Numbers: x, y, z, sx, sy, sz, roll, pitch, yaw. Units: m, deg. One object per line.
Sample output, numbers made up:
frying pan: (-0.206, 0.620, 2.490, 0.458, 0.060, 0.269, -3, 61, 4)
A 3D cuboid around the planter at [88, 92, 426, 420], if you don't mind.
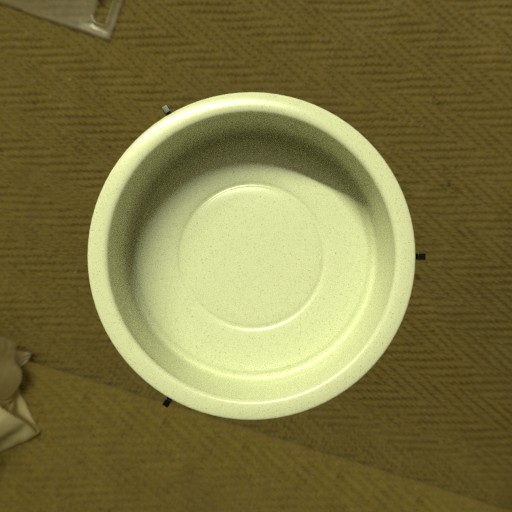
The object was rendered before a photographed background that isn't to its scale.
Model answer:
planter: (0.000, 0.000, 0.534, 0.345, 0.171, 0.336, 0, 90, 0)
